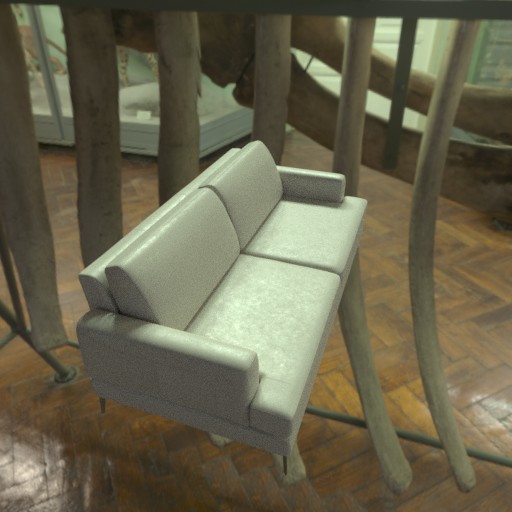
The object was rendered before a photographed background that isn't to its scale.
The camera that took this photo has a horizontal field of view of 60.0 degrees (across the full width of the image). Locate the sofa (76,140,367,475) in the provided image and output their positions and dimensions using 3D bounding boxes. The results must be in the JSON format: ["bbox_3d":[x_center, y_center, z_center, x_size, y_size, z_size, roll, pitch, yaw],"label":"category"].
[{"bbox_3d":[0.000,0.000,2.453,0.974,0.765,1.940,11,34,17],"label":"sofa"}]
